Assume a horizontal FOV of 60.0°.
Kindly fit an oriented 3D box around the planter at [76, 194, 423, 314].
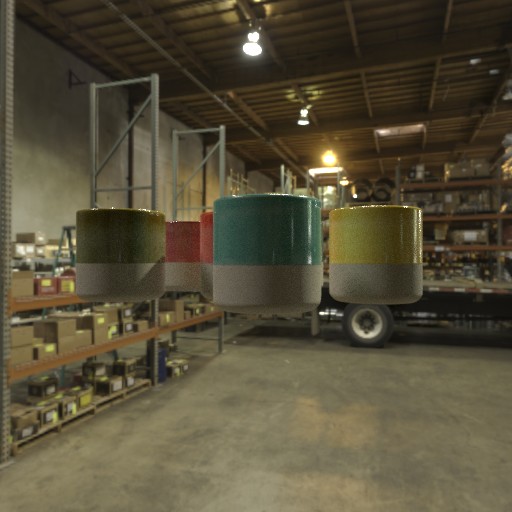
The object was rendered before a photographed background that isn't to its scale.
[{"bbox_3d":[0.000,0.000,0.408,0.286,0.075,0.257,0,0,18],"label":"planter"}]
